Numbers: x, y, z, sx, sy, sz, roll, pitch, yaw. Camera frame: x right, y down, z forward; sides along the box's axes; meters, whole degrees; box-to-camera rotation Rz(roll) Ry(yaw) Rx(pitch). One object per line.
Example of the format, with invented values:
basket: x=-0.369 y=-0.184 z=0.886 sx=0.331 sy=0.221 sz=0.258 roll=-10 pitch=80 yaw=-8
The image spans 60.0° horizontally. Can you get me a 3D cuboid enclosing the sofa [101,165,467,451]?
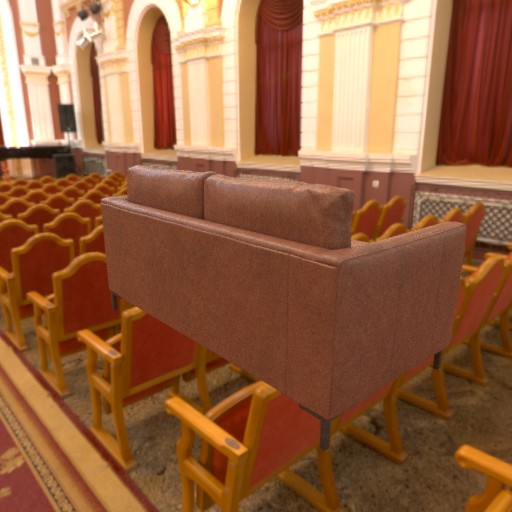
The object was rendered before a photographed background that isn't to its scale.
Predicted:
sofa: x=0.000 y=0.000 z=2.288 sx=0.899 sy=0.883 sz=1.797 roll=-13 pitch=20 yaw=-40
